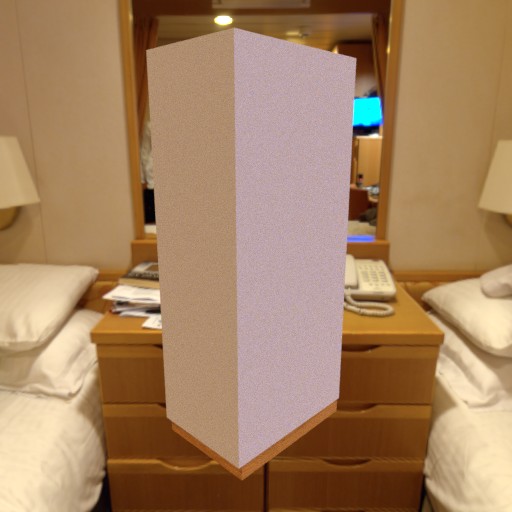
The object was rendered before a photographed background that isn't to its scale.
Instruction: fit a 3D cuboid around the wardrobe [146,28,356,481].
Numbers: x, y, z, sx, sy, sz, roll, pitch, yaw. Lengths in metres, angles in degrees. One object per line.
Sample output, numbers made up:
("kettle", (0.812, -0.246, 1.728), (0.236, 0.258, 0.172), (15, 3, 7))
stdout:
("wardrobe", (0.000, 0.000, 2.426), (0.600, 2.040, 0.860), (13, 19, 42))
